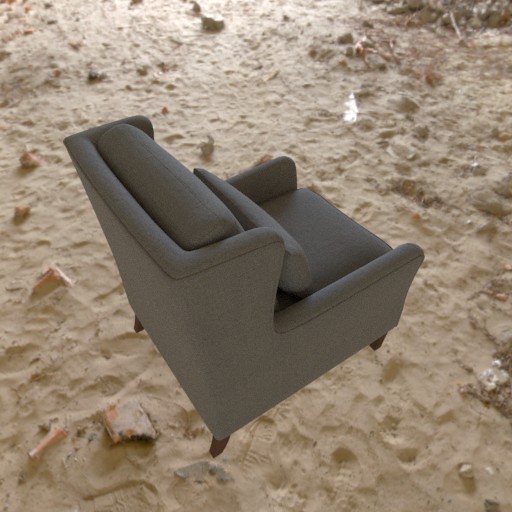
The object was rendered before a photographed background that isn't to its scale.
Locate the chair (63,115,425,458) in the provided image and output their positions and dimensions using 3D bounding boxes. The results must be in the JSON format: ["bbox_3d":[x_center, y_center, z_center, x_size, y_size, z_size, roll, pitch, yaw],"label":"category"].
[{"bbox_3d":[0.000,0.000,1.768,1.040,1.056,0.866,-25,48,-25],"label":"chair"}]
